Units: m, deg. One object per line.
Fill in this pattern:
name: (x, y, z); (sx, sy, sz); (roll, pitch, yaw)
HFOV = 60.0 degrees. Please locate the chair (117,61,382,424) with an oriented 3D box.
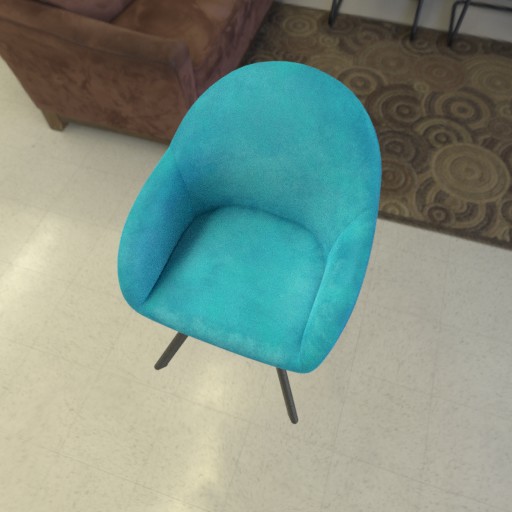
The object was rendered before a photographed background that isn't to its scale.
chair: (0.000, 0.000, 1.194); (0.550, 0.795, 0.590); (18, 61, 10)
